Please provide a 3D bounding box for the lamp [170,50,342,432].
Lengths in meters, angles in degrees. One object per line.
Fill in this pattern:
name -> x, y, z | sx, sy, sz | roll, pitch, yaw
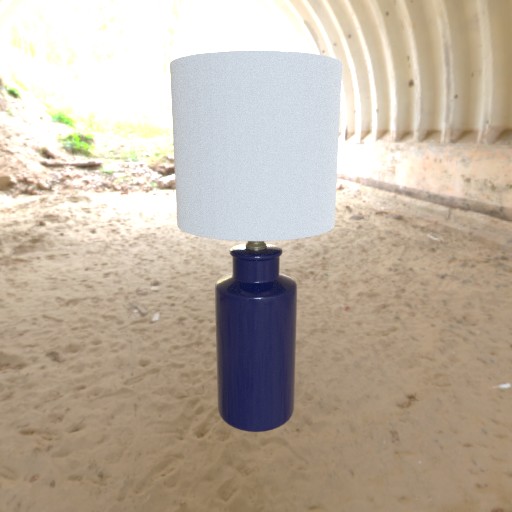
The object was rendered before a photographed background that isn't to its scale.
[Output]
lamp -> 0.000, 0.000, 0.618 | 0.212, 0.493, 0.212 | 15, 21, 42
